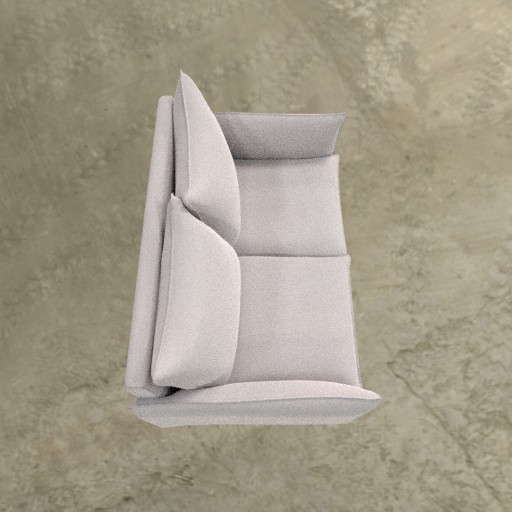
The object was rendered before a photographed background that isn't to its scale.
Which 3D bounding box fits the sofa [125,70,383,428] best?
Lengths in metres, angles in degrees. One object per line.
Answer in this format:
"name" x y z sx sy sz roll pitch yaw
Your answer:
"sofa" 0.000 0.000 1.841 0.820 0.840 1.300 0 64 0
